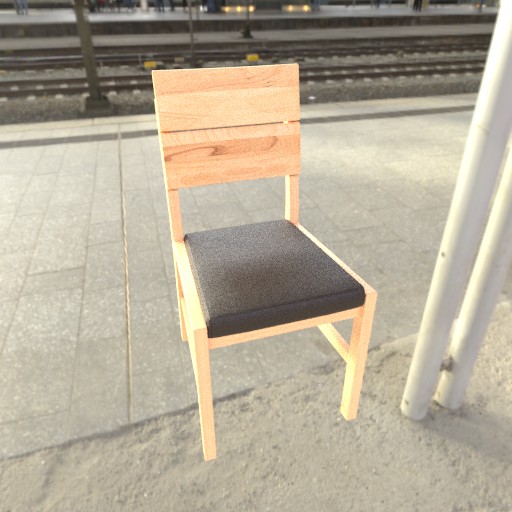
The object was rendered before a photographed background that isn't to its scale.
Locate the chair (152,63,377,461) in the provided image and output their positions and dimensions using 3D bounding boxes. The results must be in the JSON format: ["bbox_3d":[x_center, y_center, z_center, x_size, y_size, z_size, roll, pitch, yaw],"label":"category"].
[{"bbox_3d":[0.000,0.000,1.285,0.475,0.950,0.560,-10,32,-15],"label":"chair"}]
